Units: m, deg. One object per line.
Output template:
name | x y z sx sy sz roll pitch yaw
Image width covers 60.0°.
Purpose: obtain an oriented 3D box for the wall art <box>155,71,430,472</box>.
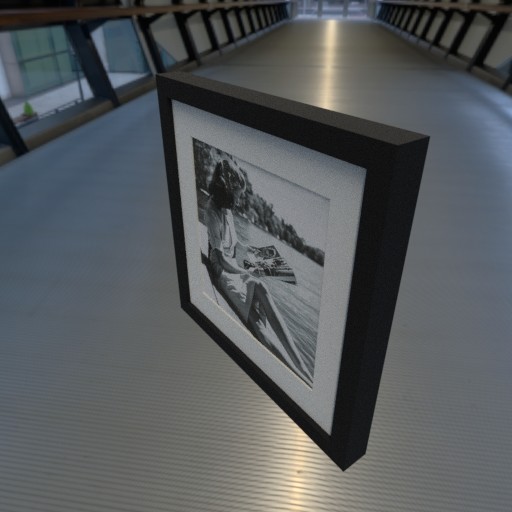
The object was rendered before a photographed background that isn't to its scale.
wall art | 0.000 0.000 0.442 0.030 0.305 0.308 -21 37 -31
